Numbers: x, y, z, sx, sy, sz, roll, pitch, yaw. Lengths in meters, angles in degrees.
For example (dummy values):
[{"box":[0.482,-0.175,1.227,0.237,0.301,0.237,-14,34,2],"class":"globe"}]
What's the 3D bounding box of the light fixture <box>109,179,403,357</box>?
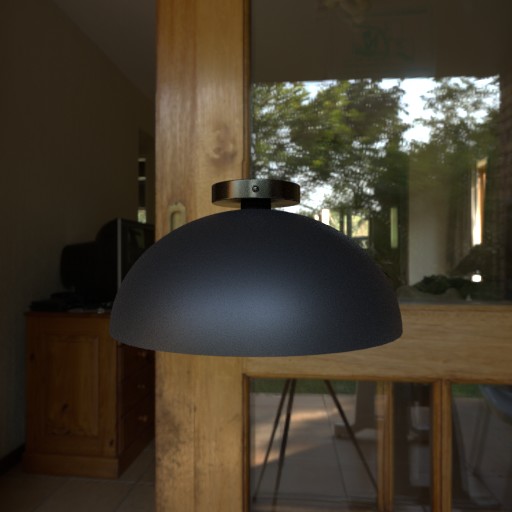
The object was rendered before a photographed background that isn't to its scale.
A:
[{"box":[0.000,0.000,0.565,0.355,0.177,0.355,0,0,0],"class":"light fixture"}]
